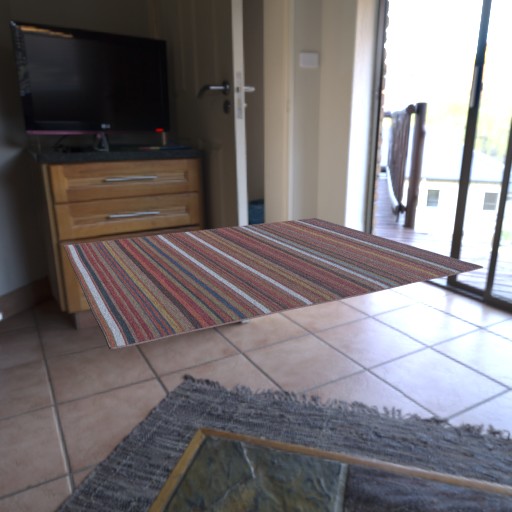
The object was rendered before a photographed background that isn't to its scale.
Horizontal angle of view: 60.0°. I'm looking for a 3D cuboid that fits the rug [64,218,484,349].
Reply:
[{"bbox_3d":[0.000,0.000,4.107,3.092,0.023,2.479,-8,18,-27],"label":"rug"}]
